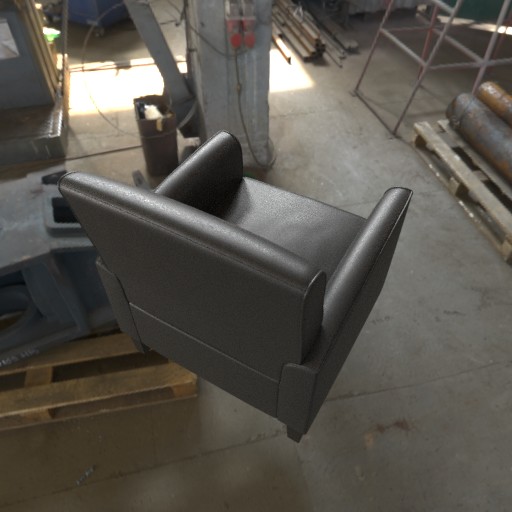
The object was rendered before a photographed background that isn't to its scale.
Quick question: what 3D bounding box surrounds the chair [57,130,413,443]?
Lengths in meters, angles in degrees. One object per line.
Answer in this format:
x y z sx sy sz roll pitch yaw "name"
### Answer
0.000 0.000 1.577 0.820 0.916 0.819 23 50 21 "chair"
